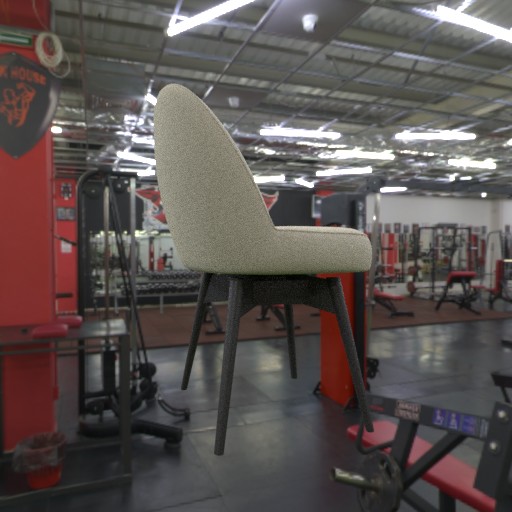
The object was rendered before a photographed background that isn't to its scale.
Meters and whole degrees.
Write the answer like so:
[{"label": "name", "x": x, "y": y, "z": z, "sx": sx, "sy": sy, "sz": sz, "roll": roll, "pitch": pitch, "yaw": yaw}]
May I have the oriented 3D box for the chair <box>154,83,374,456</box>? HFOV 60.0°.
[{"label": "chair", "x": 0.000, "y": 0.000, "z": 1.210, "sx": 0.540, "sy": 0.838, "sz": 0.532, "roll": 0, "pitch": 1, "yaw": -19}]
